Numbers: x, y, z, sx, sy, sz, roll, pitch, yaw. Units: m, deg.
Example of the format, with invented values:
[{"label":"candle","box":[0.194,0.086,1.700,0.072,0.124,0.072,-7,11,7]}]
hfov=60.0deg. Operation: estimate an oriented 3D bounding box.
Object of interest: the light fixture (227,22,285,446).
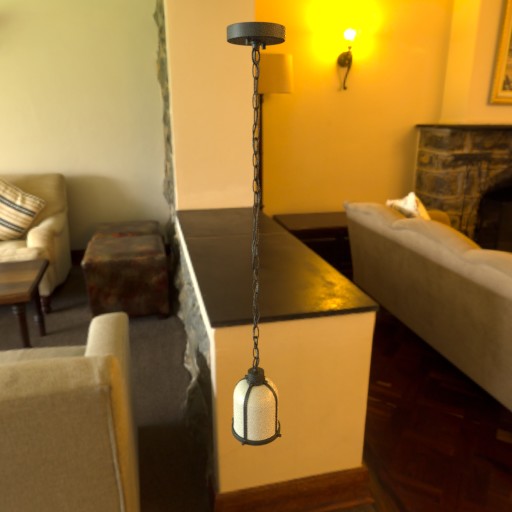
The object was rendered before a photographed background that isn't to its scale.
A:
[{"label":"light fixture","box":[0.000,0.000,1.270,0.178,1.181,0.178,9,19,26]}]
